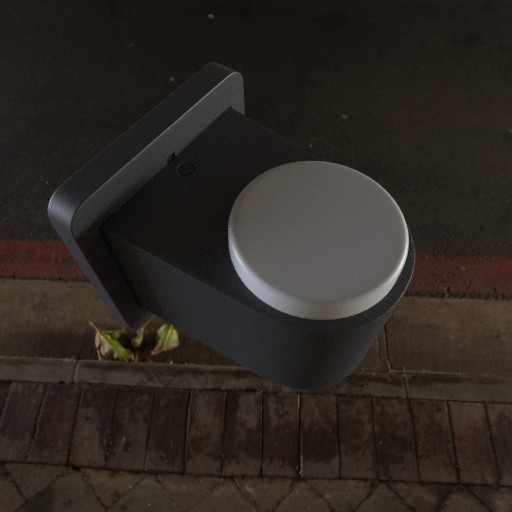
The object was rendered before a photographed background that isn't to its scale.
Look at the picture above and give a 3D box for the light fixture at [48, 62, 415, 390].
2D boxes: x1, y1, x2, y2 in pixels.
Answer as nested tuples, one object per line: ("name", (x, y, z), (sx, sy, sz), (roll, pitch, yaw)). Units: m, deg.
("light fixture", (0.000, 0.000, 0.212), (0.132, 0.109, 0.109), (31, 63, 17))
